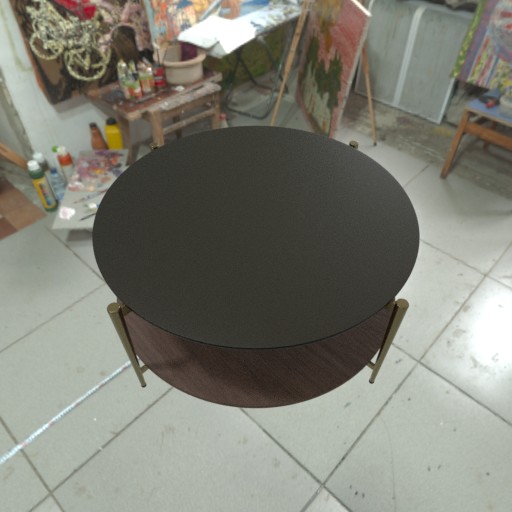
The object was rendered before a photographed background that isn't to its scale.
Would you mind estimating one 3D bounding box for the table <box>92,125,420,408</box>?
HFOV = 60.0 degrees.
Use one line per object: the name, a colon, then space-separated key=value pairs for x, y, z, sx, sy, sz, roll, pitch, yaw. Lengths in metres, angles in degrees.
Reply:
table: x=0.000 y=0.000 z=1.454 sx=0.938 sy=0.400 sz=0.938 roll=10 pitch=48 yaw=9
